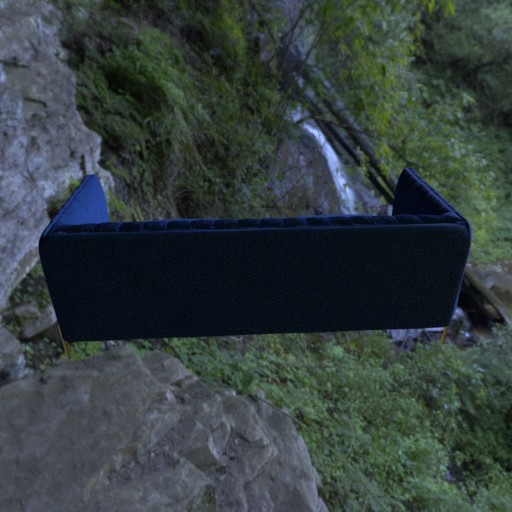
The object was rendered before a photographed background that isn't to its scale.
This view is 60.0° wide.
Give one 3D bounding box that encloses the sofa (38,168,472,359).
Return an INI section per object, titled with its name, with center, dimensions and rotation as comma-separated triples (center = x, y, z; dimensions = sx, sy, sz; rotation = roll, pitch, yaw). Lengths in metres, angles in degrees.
[sofa]
center = 0.000, 0.000, 2.606
dimensions = 2.136, 0.793, 0.896
rotation = -2, 30, -3
